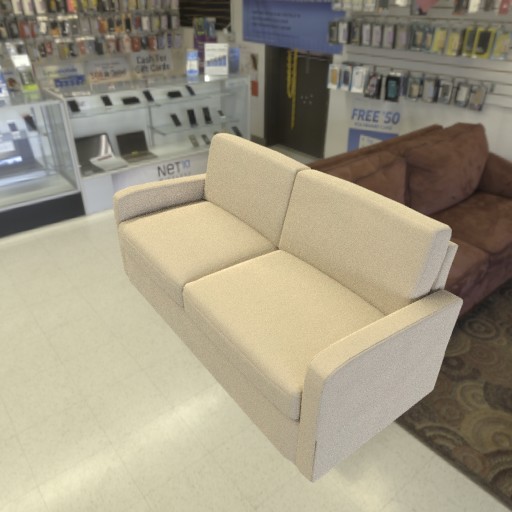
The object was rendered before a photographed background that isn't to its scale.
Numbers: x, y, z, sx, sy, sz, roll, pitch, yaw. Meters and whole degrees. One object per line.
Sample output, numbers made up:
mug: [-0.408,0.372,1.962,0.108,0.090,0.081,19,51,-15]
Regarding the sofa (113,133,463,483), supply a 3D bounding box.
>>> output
sofa: [0.000,0.000,2.278,0.894,0.831,1.808,-21,37,-31]
